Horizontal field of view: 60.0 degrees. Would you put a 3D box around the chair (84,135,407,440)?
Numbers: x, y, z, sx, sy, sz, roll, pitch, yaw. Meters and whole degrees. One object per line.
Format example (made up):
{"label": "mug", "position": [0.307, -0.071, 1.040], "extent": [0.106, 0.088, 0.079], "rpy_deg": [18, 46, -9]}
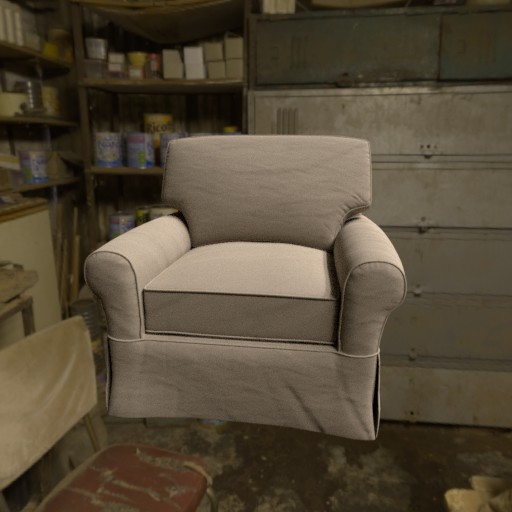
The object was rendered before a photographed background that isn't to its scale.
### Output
{"label": "chair", "position": [0.000, 0.000, 1.909], "extent": [1.135, 1.017, 0.988], "rpy_deg": [2, 14, 8]}
